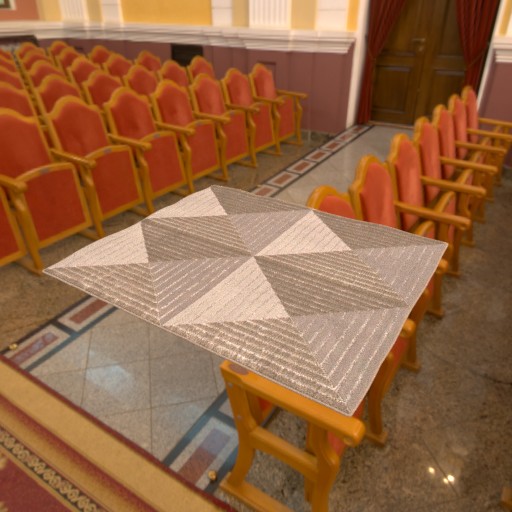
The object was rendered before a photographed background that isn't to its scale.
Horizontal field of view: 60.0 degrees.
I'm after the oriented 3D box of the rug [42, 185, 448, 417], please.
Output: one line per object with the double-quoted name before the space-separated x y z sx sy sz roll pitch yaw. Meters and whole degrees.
"rug" 0.000 0.000 0.903 0.642 0.008 0.551 18 35 28
